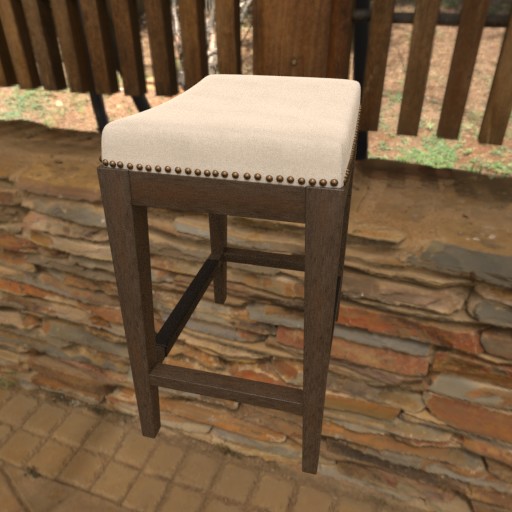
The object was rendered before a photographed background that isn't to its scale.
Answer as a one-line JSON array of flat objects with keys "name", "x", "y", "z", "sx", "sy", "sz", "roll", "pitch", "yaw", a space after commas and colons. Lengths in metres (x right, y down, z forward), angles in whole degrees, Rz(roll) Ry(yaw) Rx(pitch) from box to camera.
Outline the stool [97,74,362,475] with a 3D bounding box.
[{"name": "stool", "x": 0.000, "y": 0.000, "z": 0.927, "sx": 0.361, "sy": 0.642, "sz": 0.500, "roll": 7, "pitch": 32, "yaw": 12}]
